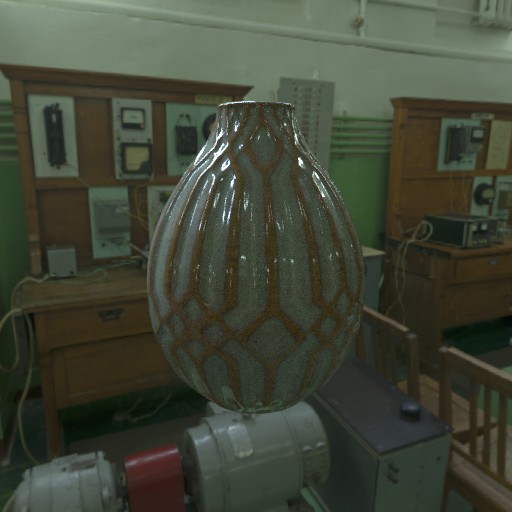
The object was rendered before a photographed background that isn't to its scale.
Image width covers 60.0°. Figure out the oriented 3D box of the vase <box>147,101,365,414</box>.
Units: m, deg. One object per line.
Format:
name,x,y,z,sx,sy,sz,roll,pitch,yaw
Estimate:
vase,0.000,0.000,0.270,0.131,0.175,0.131,0,13,0
